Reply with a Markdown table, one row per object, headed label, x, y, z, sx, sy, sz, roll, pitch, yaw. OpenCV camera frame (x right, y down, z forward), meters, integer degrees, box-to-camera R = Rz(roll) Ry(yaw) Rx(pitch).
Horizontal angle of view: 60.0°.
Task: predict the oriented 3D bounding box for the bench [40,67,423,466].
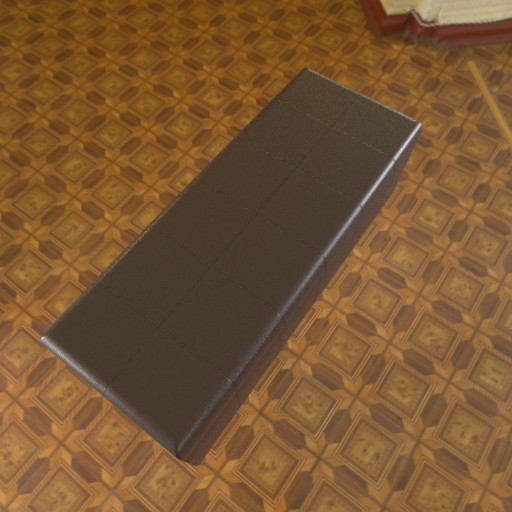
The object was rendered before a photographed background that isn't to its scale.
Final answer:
| label | x | y | z | sx | sy | sz | roll | pitch | yaw |
| --- | --- | --- | --- | --- | --- | --- | --- | --- | --- |
| bench | 0.000 | 0.000 | 1.316 | 0.429 | 0.457 | 1.092 | 33 | 67 | 16 |
